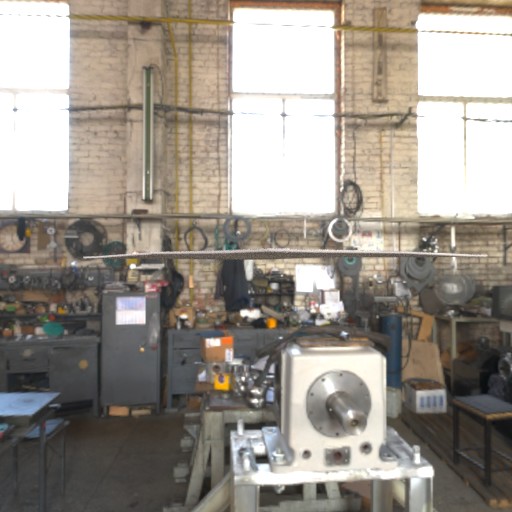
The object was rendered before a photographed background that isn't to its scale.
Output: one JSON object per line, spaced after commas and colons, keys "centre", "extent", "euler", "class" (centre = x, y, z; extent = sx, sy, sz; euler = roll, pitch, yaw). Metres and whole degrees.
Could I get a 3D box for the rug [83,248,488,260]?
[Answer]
{"centre": [0.000, 0.000, 2.968], "extent": [1.604, 0.030, 2.307], "euler": [1, -1, -37], "class": "rug"}
